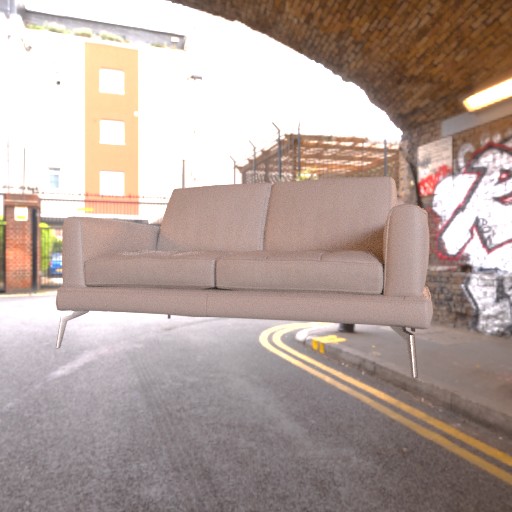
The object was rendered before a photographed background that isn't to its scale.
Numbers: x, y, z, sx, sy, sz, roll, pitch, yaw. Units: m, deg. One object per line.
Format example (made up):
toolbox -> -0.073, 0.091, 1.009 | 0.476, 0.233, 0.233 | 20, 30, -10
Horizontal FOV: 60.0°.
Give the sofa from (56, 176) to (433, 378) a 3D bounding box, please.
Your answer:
sofa -> 0.000, 0.000, 2.464 | 1.819, 0.930, 1.121 | 0, 0, 19
